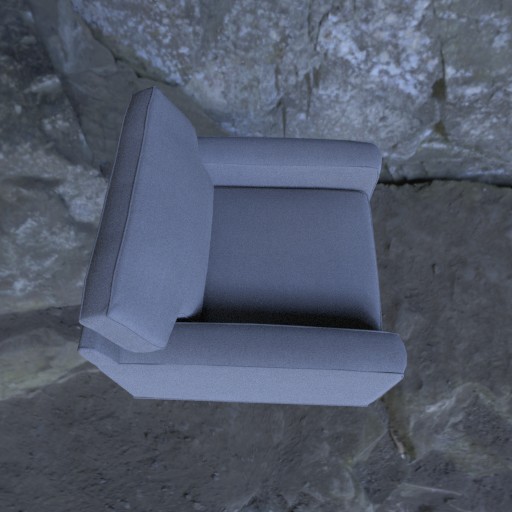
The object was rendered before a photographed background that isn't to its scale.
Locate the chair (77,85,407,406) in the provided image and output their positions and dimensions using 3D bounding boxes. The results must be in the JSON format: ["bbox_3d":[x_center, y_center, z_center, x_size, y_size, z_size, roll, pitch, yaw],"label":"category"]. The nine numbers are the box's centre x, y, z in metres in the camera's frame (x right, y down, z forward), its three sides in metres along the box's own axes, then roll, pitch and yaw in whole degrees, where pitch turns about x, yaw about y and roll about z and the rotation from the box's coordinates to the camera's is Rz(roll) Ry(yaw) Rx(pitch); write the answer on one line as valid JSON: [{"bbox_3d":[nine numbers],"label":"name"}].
[{"bbox_3d":[0.000,0.000,1.785,1.044,0.934,0.999,2,62,1],"label":"chair"}]
